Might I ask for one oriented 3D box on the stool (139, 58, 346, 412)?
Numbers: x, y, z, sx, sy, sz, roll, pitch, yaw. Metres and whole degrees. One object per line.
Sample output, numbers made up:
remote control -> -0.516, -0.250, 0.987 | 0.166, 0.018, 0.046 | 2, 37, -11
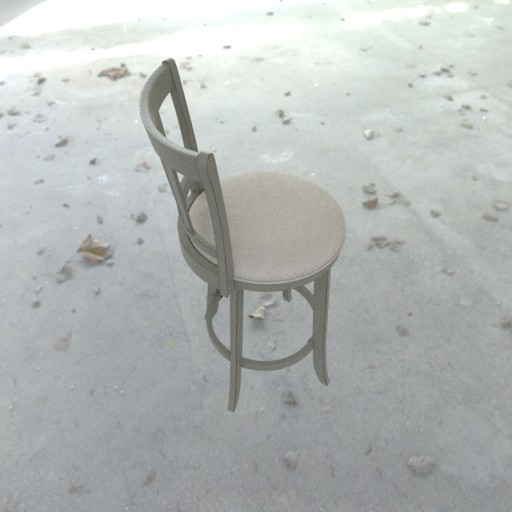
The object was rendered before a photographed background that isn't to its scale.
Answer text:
stool -> 0.000, 0.000, 1.281 | 0.486, 0.994, 0.450 | -12, 47, -11
